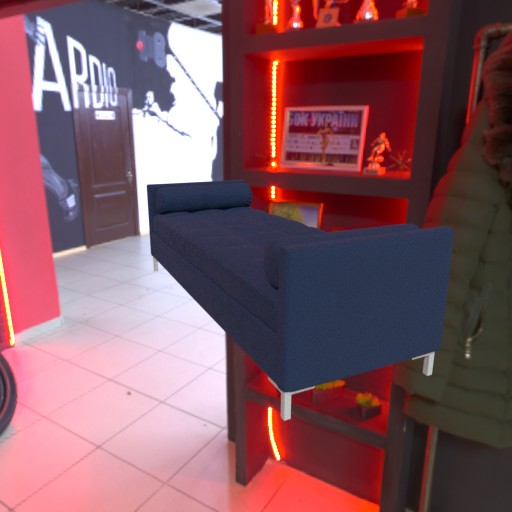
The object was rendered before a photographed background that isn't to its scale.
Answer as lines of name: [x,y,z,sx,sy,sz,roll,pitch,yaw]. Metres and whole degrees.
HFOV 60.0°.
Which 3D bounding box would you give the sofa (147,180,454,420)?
sofa: [0.000,0.000,2.579,0.797,0.657,2.102,-7,17,-25]
